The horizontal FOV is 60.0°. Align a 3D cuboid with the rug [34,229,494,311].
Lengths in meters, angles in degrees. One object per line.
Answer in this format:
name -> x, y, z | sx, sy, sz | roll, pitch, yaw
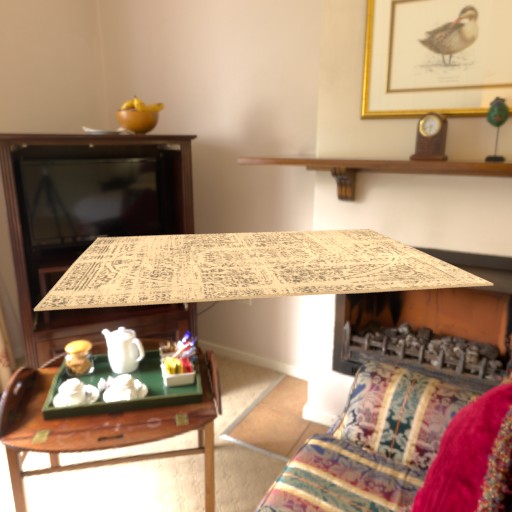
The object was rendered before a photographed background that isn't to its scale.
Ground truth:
rug -> 0.000, 0.000, 3.109 | 2.438, 0.026, 1.706 | -2, 14, -9
